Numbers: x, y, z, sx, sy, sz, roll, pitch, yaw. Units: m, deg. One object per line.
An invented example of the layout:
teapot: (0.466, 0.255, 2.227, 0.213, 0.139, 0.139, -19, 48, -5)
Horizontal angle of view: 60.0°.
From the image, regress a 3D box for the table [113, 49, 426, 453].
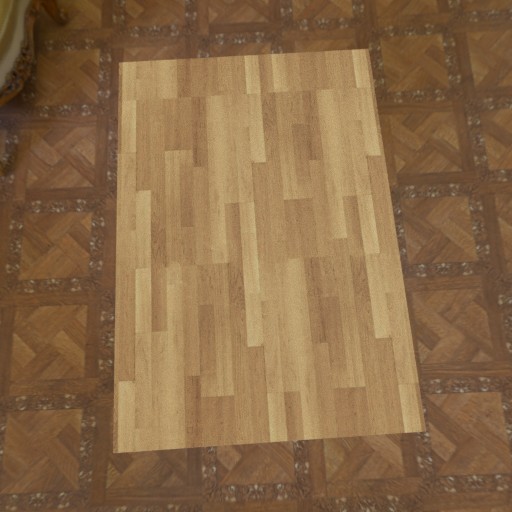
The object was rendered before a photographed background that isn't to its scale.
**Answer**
table: (0.000, 0.000, 1.797, 0.900, 0.750, 1.300, -4, 75, -1)
